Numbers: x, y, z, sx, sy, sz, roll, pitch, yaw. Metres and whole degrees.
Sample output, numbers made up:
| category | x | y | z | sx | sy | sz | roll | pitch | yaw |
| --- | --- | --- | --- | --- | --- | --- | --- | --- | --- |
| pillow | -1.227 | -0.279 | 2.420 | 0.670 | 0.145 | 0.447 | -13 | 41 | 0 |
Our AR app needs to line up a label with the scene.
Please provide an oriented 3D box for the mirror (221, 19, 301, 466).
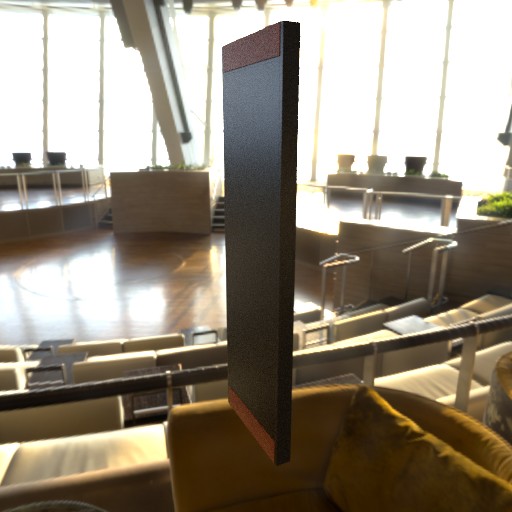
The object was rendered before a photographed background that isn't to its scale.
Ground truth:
| category | x | y | z | sx | sy | sz | roll | pitch | yaw |
| --- | --- | --- | --- | --- | --- | --- | --- | --- | --- |
| mirror | 0.000 | 0.000 | 1.238 | 0.047 | 1.123 | 0.343 | -8 | 17 | -26 |
